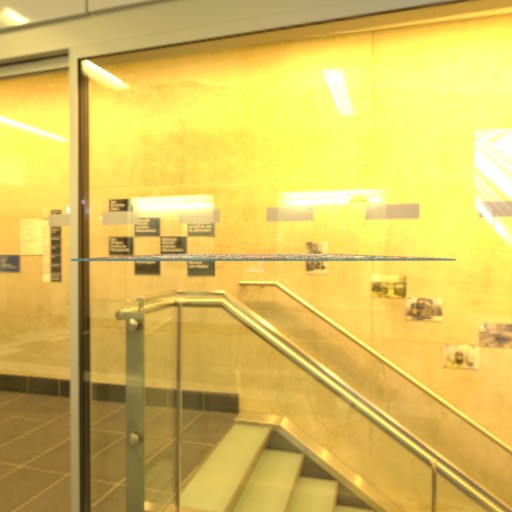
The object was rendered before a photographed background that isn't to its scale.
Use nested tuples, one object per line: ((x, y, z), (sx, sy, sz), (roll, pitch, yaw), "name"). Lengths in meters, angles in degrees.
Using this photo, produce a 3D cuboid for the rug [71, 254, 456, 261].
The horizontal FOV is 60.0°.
((0.000, 0.000, 3.010), (1.622, 0.009, 2.373), (0, 1, -2), "rug")
